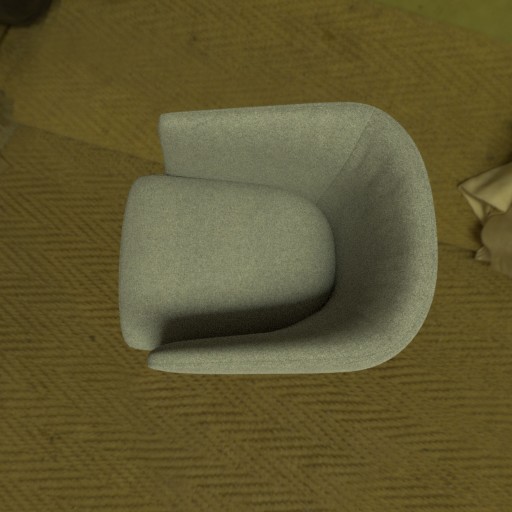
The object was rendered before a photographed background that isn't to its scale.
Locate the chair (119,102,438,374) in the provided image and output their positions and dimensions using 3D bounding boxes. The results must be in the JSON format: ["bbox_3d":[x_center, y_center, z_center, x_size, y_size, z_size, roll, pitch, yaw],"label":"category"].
[{"bbox_3d":[0.000,0.000,1.612,0.986,0.861,0.822,-1,76,0],"label":"chair"}]
